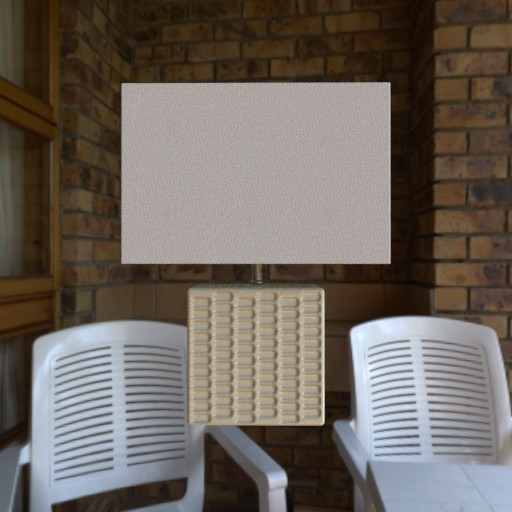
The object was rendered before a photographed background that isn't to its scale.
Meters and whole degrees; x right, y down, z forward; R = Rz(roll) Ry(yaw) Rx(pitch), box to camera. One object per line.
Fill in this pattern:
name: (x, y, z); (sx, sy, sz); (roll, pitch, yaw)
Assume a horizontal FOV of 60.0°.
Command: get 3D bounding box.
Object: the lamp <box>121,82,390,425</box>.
lamp: (0.000, 0.000, 0.724); (0.380, 0.515, 0.200); (0, 0, 0)
